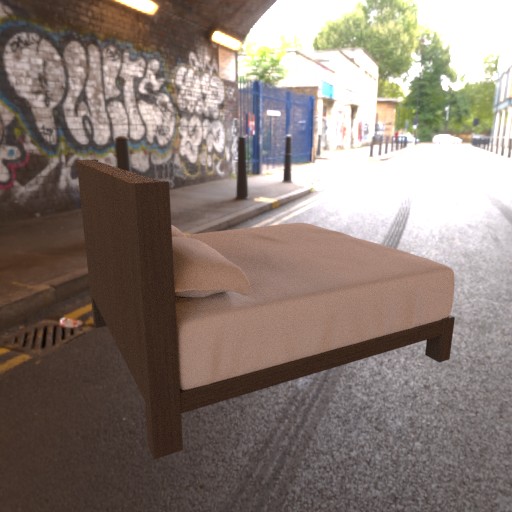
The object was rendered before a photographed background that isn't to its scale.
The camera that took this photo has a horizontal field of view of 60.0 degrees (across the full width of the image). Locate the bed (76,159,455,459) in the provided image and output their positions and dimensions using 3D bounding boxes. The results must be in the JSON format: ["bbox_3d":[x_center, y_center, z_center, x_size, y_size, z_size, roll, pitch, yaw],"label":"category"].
[{"bbox_3d":[0.000,0.000,3.058,1.992,1.261,1.735,-8,17,-27],"label":"bed"}]
